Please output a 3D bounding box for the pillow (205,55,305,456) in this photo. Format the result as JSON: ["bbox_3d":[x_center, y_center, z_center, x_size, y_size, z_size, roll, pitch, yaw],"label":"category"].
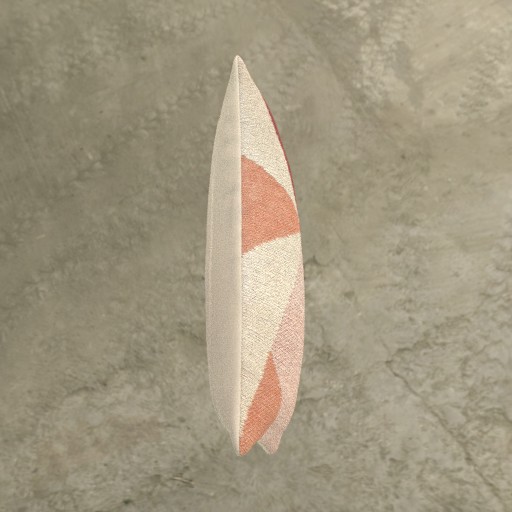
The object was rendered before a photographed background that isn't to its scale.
[{"bbox_3d":[0.000,0.000,0.732,0.155,0.292,0.609,-1,64,-1],"label":"pillow"}]
